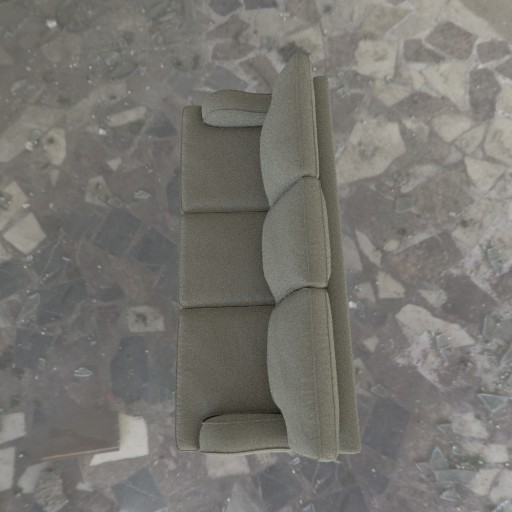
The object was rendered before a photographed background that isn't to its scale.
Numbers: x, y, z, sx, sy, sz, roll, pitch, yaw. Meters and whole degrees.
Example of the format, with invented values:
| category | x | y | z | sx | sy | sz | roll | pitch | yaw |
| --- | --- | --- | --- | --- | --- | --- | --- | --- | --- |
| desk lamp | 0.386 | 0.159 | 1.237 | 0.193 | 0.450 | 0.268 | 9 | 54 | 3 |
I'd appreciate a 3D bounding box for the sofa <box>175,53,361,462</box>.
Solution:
| category | x | y | z | sx | sy | sz | roll | pitch | yaw |
| --- | --- | --- | --- | --- | --- | --- | --- | --- | --- |
| sofa | 0.000 | 0.000 | 2.834 | 1.016 | 0.997 | 2.323 | -2 | 74 | 0 |
